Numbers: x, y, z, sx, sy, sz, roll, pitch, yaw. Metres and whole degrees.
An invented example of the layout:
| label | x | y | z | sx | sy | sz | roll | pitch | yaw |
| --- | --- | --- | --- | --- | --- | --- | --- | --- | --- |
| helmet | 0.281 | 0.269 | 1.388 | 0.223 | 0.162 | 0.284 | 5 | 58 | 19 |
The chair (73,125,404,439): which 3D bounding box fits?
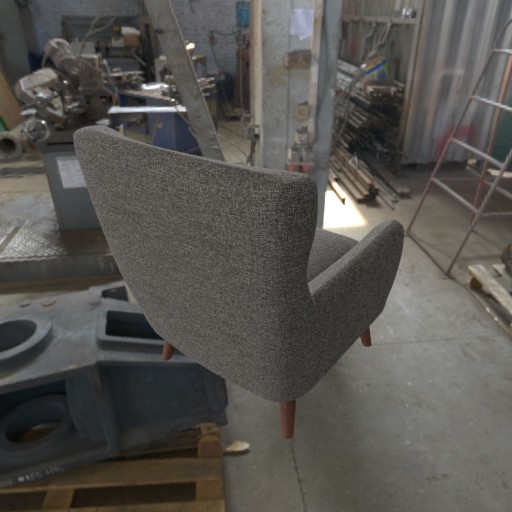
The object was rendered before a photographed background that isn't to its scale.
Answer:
| label | x | y | z | sx | sy | sz | roll | pitch | yaw |
| --- | --- | --- | --- | --- | --- | --- | --- | --- | --- |
| chair | 0.000 | 0.000 | 1.729 | 0.889 | 1.039 | 0.940 | 21 | 35 | 33 |
